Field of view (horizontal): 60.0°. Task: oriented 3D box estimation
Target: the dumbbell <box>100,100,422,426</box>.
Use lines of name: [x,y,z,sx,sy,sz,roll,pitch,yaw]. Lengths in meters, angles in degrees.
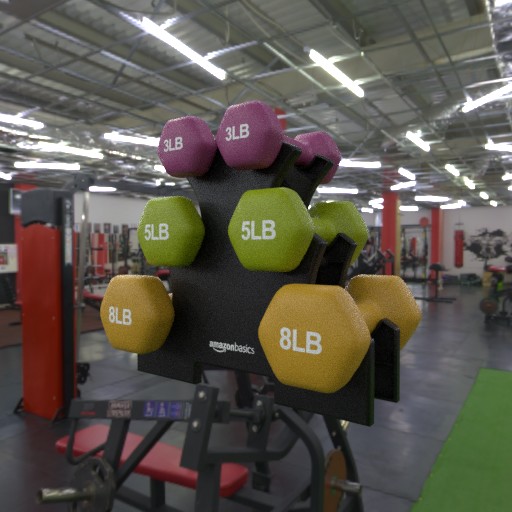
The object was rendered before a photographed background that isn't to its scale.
dumbbell: [0.000,0.000,0.467,0.300,0.271,0.190,1,1,35]
